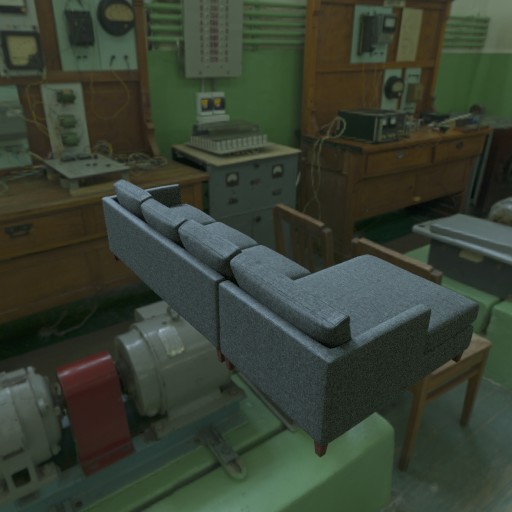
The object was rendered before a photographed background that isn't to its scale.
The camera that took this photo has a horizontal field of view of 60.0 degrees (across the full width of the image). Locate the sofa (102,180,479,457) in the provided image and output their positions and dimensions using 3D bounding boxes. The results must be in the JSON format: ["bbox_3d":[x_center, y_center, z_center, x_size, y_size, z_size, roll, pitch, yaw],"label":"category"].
[{"bbox_3d":[0.000,0.000,4.083,1.635,0.960,3.485,-18,31,-33],"label":"sofa"}]
